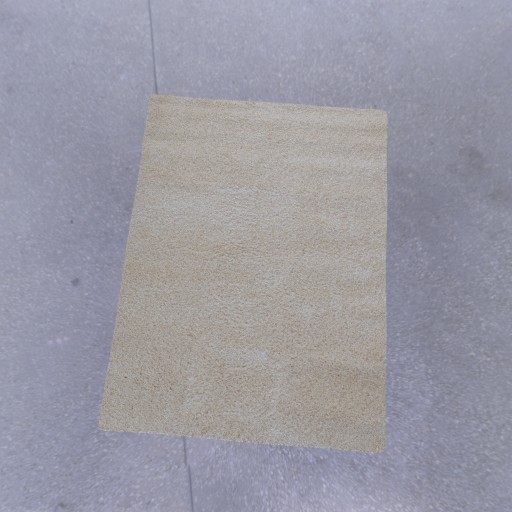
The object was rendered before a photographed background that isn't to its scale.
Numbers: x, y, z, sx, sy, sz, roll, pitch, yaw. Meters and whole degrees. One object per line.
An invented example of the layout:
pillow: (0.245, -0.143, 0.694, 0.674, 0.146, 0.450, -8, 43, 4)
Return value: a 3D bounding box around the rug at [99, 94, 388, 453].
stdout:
rug: (0.000, 0.000, 2.043, 1.199, 0.025, 1.600, 4, 76, 1)
